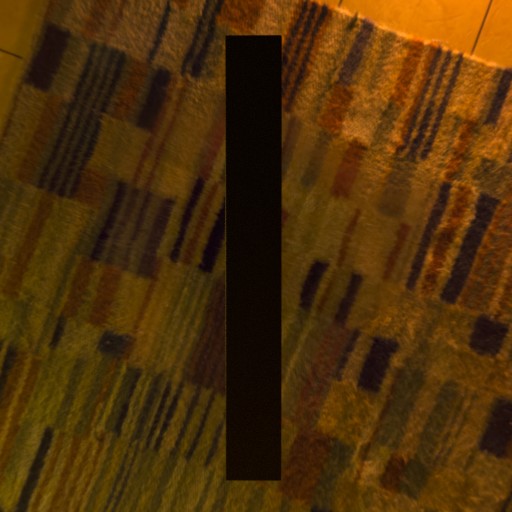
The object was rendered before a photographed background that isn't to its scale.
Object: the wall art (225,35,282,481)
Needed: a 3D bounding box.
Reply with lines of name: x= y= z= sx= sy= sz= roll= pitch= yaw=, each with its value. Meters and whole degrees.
wall art: x=0.000 y=0.000 z=0.453 sx=0.038 sy=0.304 sz=0.304 roll=0 pitch=91 yaw=1
